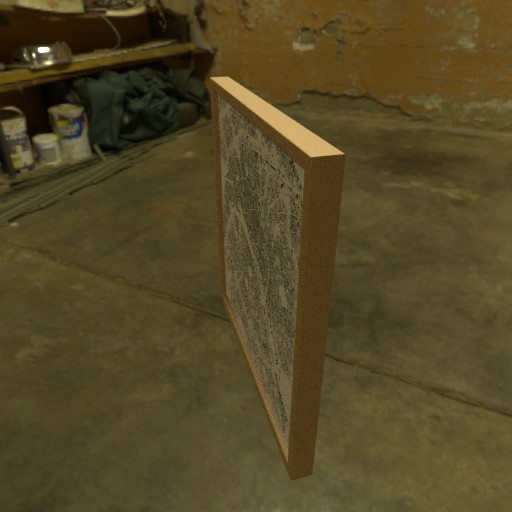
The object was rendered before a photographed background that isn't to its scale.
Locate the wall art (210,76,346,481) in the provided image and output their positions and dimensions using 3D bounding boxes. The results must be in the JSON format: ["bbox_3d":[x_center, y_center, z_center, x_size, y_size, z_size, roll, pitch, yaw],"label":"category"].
[{"bbox_3d":[0.000,0.000,0.767,0.036,0.509,0.509,-8,31,-14],"label":"wall art"}]
